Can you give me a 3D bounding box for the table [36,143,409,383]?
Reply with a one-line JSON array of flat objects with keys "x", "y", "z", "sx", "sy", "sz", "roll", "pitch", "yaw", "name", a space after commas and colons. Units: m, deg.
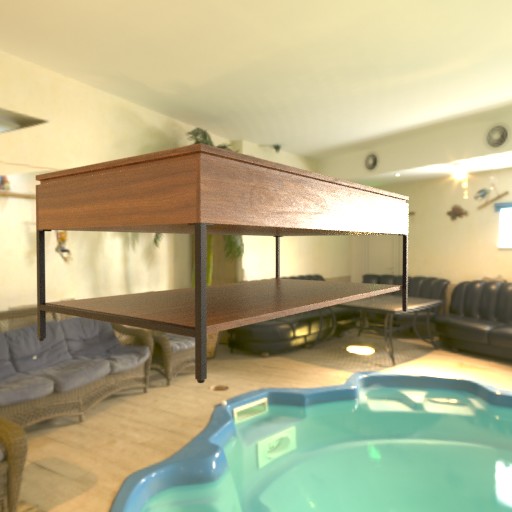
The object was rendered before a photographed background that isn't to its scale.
[{"x": 0.000, "y": 0.000, "z": 1.354, "sx": 0.574, "sy": 0.414, "sz": 1.057, "roll": 1, "pitch": 2, "yaw": 37, "name": "table"}]
